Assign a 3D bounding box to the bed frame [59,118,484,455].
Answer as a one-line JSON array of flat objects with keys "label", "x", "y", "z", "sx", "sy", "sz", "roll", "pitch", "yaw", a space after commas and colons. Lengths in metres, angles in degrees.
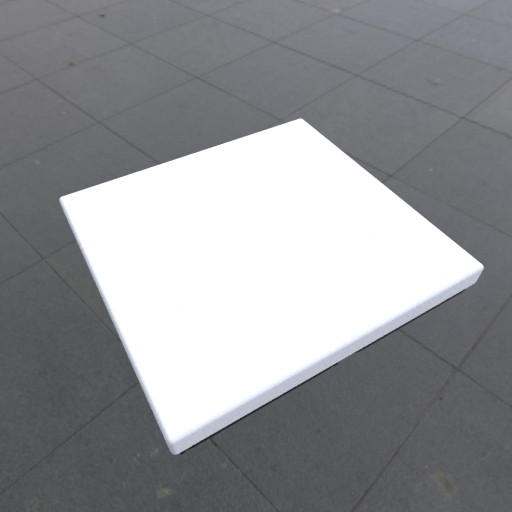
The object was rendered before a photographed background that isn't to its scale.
[{"label": "bed frame", "x": 0.000, "y": 0.000, "z": 3.031, "sx": 2.033, "sy": 0.525, "sz": 1.935, "roll": -24, "pitch": 52, "yaw": -20}]
